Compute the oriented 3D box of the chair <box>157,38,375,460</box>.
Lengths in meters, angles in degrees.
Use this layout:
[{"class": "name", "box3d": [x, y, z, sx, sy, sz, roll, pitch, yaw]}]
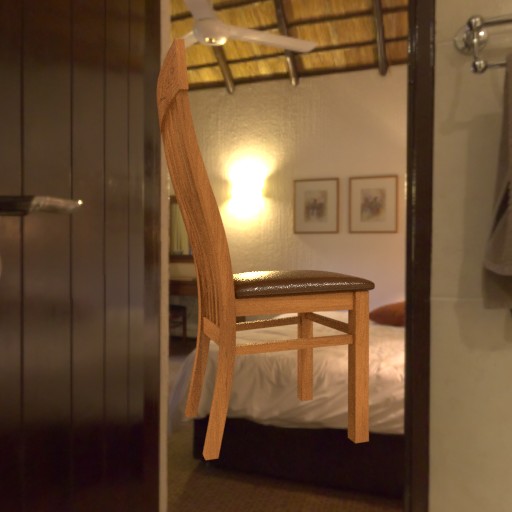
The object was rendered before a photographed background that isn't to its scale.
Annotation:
[{"class": "chair", "box3d": [0.000, 0.000, 1.363, 0.580, 1.050, 0.450, 0, 1, -18]}]
